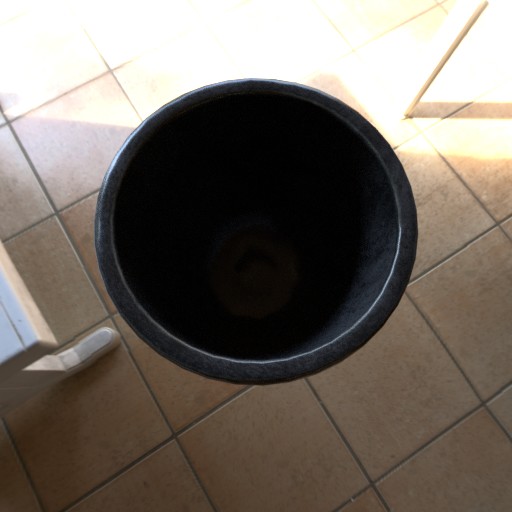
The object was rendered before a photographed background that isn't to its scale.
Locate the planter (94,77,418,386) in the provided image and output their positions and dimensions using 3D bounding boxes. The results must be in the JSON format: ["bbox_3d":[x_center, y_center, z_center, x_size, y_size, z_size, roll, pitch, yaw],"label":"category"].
[{"bbox_3d":[0.000,0.000,0.308,0.172,0.160,0.172,0,74,0],"label":"planter"}]
